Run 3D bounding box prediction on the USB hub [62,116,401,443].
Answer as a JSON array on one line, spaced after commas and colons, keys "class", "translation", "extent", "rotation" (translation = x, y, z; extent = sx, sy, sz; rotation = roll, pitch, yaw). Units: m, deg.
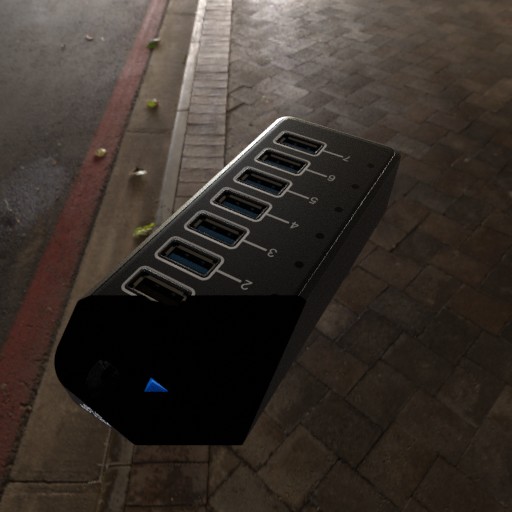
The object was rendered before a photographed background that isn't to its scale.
[{"class": "USB hub", "translation": [0.000, 0.000, 0.124], "extent": [0.044, 0.023, 0.110], "rotation": [24, 52, 21]}]
